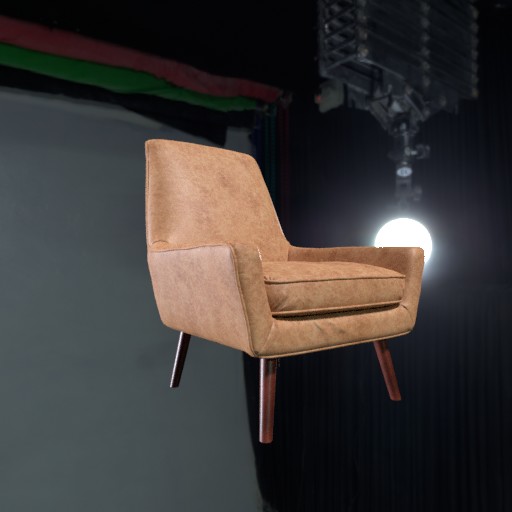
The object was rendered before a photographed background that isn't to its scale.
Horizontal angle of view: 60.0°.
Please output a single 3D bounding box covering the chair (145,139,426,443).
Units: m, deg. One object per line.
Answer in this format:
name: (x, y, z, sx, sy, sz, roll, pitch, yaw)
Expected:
chair: (0.000, 0.000, 1.506, 0.753, 0.883, 0.851, 0, 0, -37)
